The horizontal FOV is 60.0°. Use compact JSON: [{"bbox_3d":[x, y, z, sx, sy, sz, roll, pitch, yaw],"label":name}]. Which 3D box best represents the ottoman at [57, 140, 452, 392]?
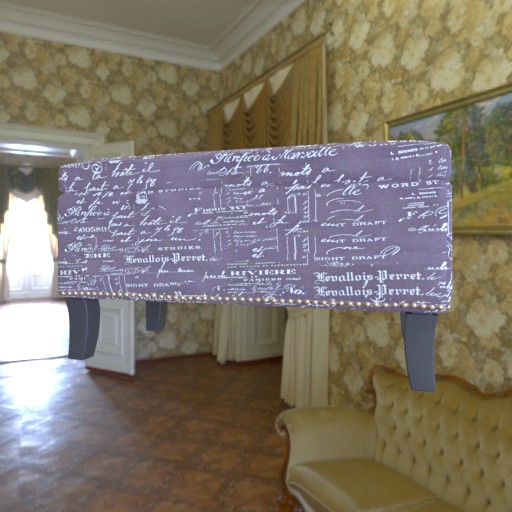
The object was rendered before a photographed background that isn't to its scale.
[{"bbox_3d":[0.000,0.000,1.046,0.813,0.457,0.406,1,2,17],"label":"ottoman"}]
